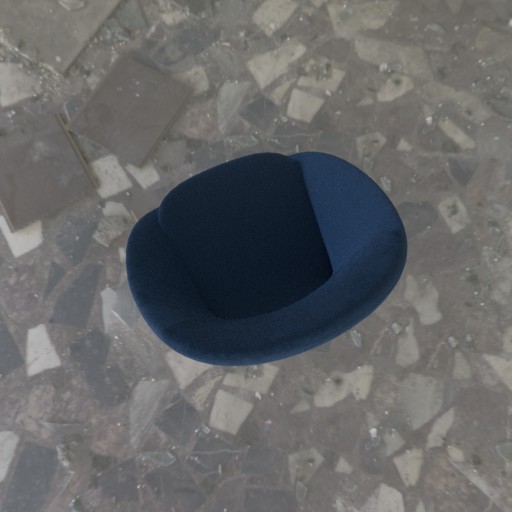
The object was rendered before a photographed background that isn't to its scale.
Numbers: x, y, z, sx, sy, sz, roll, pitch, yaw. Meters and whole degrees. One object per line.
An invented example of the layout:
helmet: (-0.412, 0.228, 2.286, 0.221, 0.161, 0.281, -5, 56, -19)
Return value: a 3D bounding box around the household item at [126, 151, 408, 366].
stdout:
household item: (0.000, 0.000, 1.238, 0.623, 0.852, 0.573, -23, 77, -5)
